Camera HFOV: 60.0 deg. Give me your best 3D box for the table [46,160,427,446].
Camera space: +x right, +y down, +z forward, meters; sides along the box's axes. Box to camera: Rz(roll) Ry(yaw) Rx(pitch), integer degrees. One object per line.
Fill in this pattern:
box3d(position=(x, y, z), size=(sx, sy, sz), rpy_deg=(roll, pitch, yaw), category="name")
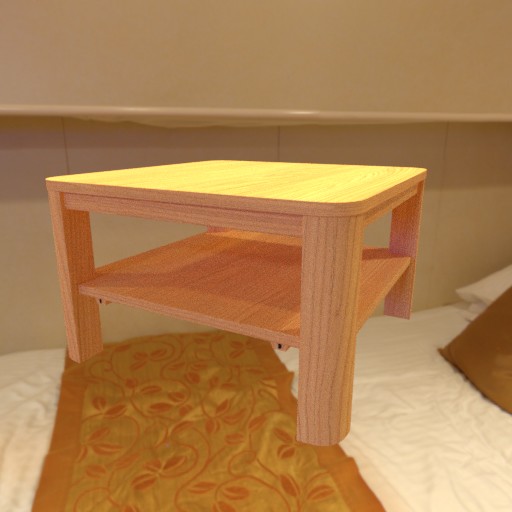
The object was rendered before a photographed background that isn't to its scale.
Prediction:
box3d(position=(0.000, 0.000, 1.215), size=(0.750, 0.450, 0.750), rpy_deg=(9, 18, 28), category="table")
